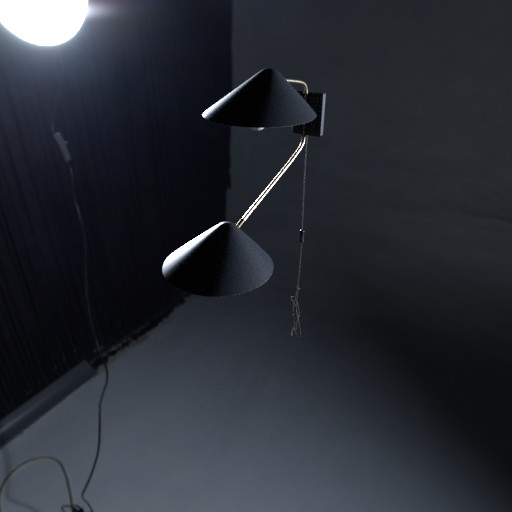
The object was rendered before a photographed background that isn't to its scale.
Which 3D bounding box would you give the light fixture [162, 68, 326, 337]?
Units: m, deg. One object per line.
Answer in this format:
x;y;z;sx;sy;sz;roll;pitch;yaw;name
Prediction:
0.000;0.000;0.857;0.189;0.665;0.422;18;34;28;light fixture
